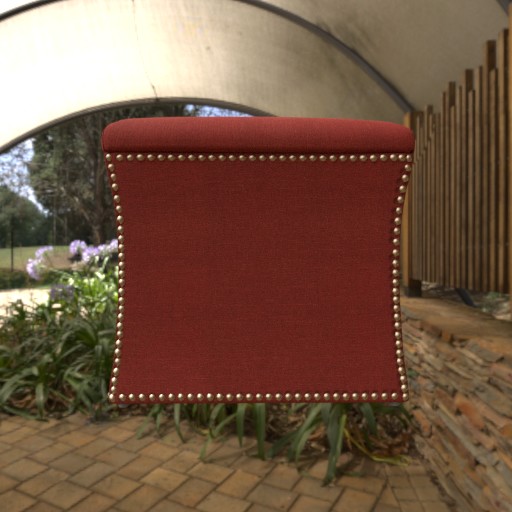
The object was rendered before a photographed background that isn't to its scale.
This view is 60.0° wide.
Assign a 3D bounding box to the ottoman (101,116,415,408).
[{"bbox_3d":[0.000,0.000,0.923,0.507,0.475,0.497,0,0,-1],"label":"ottoman"}]
